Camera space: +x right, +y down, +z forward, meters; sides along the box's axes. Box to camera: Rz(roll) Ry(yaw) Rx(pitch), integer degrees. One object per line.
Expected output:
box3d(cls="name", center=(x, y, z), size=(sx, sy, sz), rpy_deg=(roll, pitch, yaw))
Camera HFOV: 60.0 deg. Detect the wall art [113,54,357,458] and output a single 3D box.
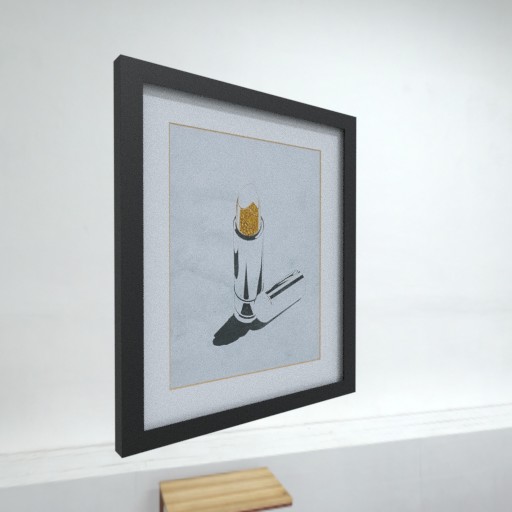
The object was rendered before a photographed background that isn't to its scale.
box3d(cls="wall art", center=(0.000, 0.000, 0.523), size=(0.330, 0.381, 0.019), rpy_deg=(-1, 1, -36))
